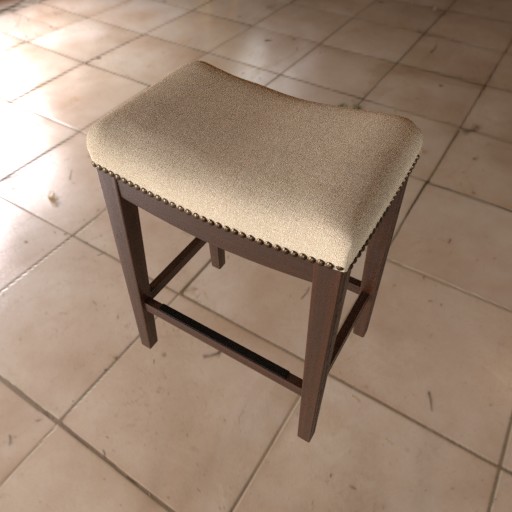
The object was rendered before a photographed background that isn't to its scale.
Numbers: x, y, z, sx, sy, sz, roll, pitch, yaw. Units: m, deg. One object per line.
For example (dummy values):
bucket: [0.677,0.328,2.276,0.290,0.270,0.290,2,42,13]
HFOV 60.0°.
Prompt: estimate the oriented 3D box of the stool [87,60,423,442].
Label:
stool: [0.000,0.000,0.978,0.509,0.669,0.363,24,52,20]
